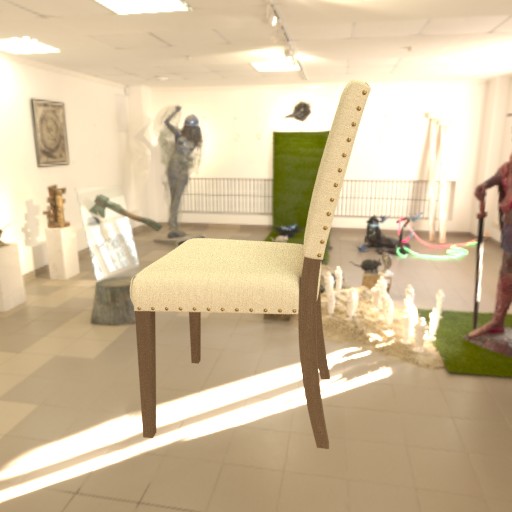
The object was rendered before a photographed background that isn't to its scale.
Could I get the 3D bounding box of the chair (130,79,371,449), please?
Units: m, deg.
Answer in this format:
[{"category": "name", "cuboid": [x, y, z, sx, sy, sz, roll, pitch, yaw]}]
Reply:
[{"category": "chair", "cuboid": [0.000, 0.000, 1.382, 0.619, 1.015, 0.508, 2, 14, 9]}]
